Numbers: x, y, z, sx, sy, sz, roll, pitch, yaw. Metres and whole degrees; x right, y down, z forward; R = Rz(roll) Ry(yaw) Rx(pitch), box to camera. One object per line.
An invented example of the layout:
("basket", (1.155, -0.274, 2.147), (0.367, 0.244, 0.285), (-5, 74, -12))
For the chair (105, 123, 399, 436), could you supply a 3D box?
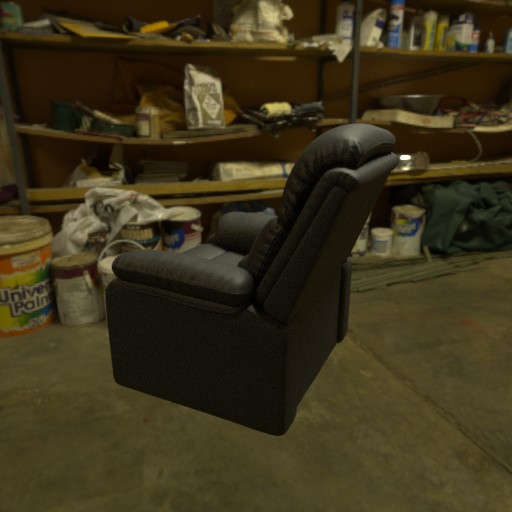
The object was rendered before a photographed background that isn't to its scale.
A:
("chair", (0.000, 0.000, 1.721), (0.919, 0.992, 0.855), (8, 19, 24))
